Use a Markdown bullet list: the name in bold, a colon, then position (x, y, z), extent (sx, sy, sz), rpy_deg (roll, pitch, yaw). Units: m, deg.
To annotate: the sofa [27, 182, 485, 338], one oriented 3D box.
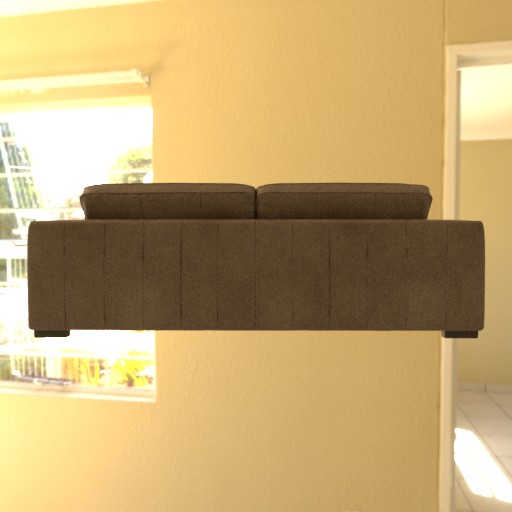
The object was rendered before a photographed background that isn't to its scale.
- **sofa**: position (0.000, 0.000, 2.689), extent (2.262, 0.801, 1.070), rpy_deg (0, 1, 0)
